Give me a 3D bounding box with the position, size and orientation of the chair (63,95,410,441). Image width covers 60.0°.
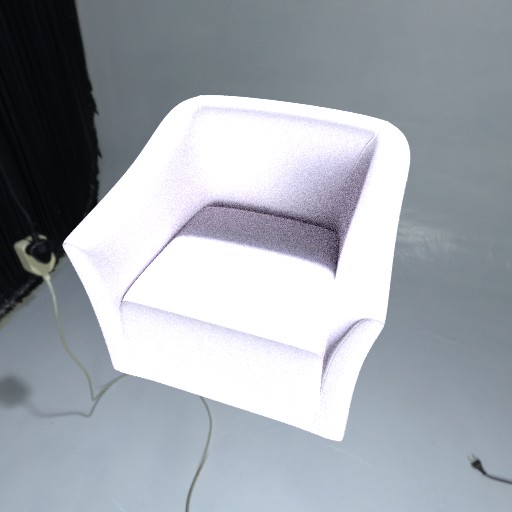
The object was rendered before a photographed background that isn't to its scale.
[{"bbox_3d":[0.000,0.000,1.377,0.790,0.720,0.700,13,43,14],"label":"chair"}]
